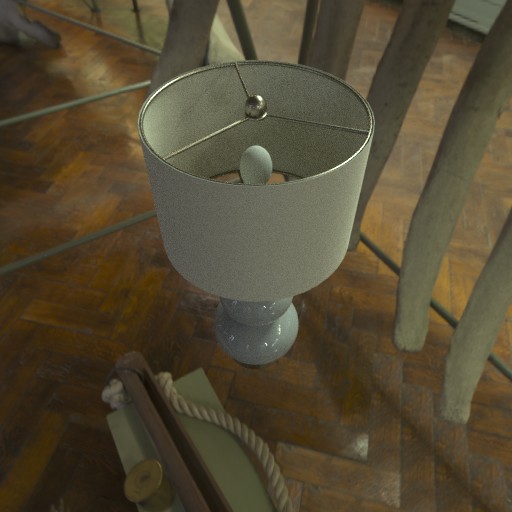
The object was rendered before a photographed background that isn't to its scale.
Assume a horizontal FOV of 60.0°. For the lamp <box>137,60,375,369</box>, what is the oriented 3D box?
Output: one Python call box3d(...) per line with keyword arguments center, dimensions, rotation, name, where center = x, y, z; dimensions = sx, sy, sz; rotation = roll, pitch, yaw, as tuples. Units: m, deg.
box3d(center=(0.000, 0.000, 0.947), dimensions=(0.367, 0.730, 0.367), rotation=(-24, 52, -20), name="lamp")
